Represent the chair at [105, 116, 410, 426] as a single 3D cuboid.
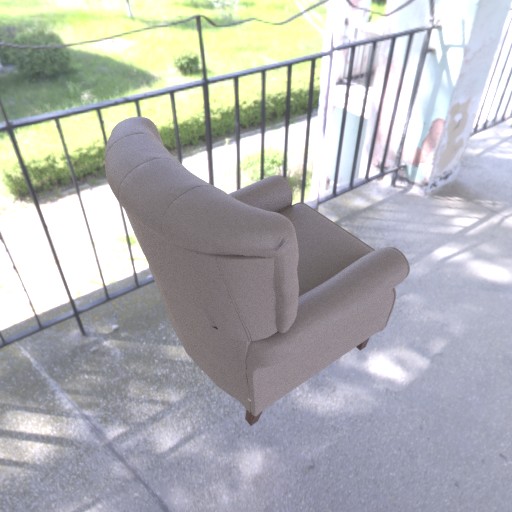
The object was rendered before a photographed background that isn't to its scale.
[{"bbox_3d":[0.000,0.000,1.916,1.041,1.138,0.999,-25,46,-27],"label":"chair"}]
